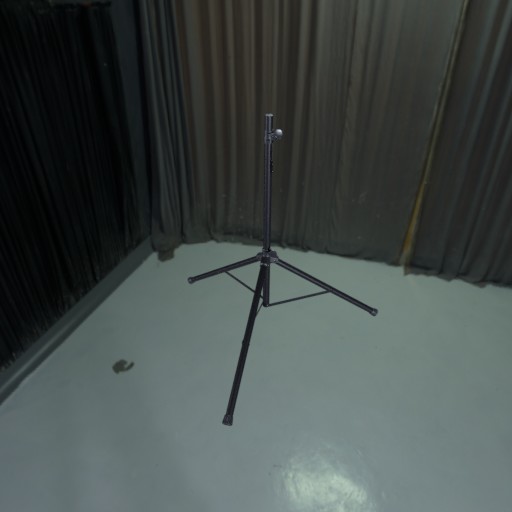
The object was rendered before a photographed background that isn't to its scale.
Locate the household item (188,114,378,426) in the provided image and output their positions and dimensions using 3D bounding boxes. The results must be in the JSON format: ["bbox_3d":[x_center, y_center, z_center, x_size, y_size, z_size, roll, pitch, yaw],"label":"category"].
[{"bbox_3d":[0.000,0.000,2.722,1.596,1.595,1.339,9,34,14],"label":"household item"}]
